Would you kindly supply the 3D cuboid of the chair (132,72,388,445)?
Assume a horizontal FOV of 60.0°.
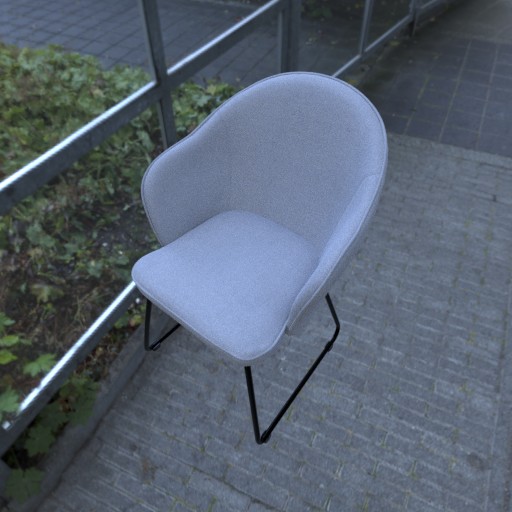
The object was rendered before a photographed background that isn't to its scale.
[{"bbox_3d":[0.000,0.000,1.234,0.570,0.817,0.592,30,53,26],"label":"chair"}]
